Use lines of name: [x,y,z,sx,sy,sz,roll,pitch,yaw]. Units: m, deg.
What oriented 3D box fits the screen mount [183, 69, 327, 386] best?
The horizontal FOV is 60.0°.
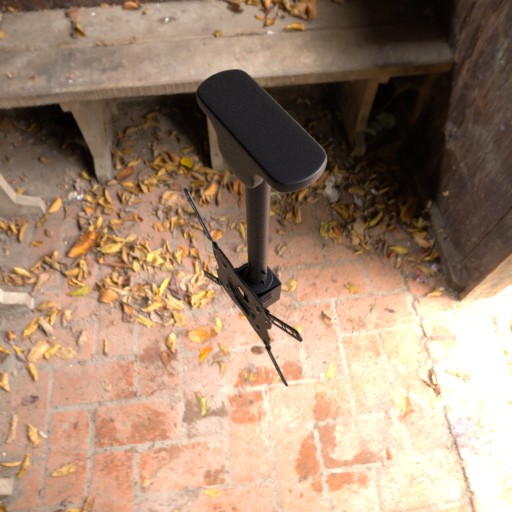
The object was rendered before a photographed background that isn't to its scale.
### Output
screen mount: [0.000,0.000,0.883,0.090,0.729,0.393,-32,67,-15]
